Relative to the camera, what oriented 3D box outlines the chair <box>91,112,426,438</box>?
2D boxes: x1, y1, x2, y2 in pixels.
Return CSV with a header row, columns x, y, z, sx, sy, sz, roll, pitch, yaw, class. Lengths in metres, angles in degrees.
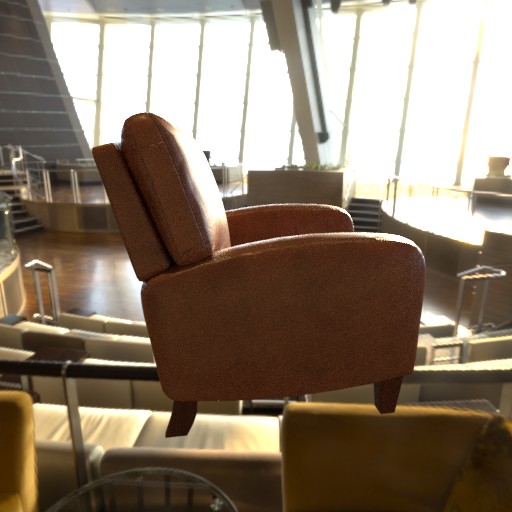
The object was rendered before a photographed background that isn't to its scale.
x,y,z,sx,sy,sz,roll,pitch,yaw,class
0.000,0.000,1.640,0.990,0.990,0.762,-3,16,-9,chair
